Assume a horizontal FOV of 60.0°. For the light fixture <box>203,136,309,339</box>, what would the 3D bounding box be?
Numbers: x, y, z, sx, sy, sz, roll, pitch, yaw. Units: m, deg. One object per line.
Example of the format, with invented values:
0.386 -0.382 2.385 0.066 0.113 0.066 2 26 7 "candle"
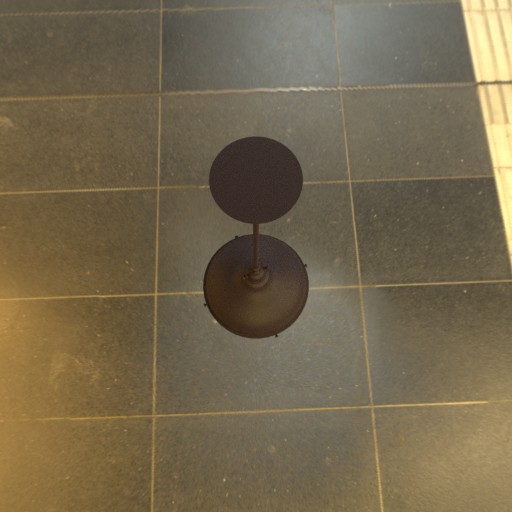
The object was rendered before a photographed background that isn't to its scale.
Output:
0.000 0.000 1.024 0.341 0.849 0.341 -21 76 -5 "light fixture"
